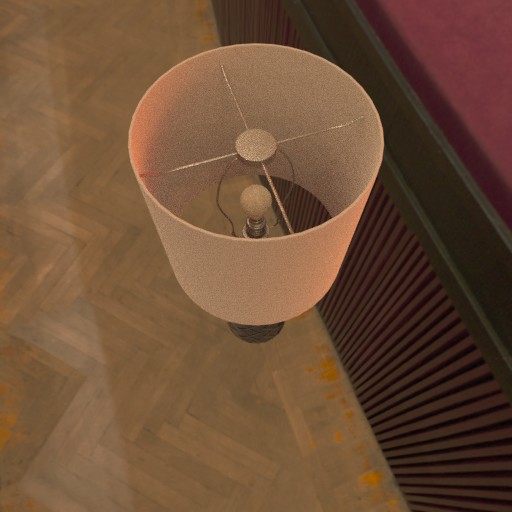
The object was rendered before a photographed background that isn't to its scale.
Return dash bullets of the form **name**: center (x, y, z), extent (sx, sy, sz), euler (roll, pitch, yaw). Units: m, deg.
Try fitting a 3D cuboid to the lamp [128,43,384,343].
- **lamp**: center (0.000, 0.000, 0.566), extent (0.207, 0.461, 0.207), euler (-17, 65, -8)
